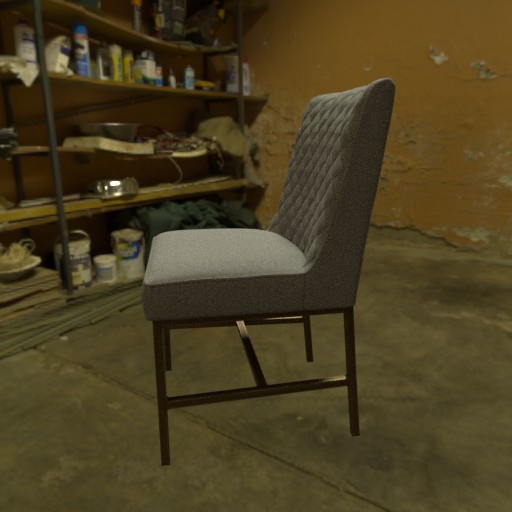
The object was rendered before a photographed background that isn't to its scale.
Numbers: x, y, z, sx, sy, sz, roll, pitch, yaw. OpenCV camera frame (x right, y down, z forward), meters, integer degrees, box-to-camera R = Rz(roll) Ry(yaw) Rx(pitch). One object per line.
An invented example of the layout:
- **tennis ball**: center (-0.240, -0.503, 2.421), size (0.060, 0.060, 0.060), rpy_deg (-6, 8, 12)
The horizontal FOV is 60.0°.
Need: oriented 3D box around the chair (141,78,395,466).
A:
- **chair**: center (0.000, 0.000, 1.220), size (0.587, 0.889, 0.508), rpy_deg (-3, 15, -10)
